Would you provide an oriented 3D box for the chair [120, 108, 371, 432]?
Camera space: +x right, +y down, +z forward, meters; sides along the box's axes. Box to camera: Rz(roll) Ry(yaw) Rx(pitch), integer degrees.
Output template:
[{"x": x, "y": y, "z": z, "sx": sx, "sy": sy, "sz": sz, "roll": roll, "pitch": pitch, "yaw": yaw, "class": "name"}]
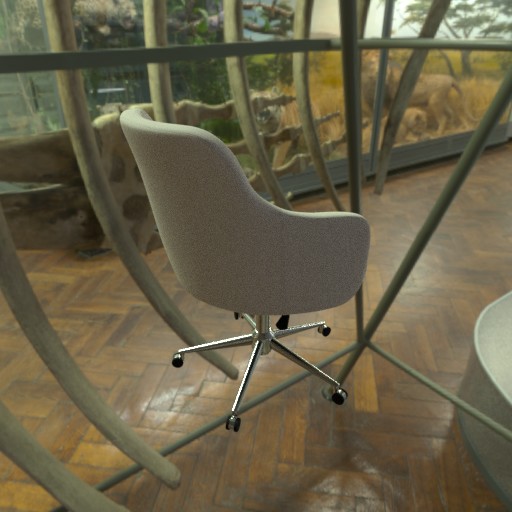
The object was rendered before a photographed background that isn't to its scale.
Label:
[{"x": 0.000, "y": 0.000, "z": 1.264, "sx": 0.647, "sy": 0.819, "sz": 0.602, "roll": -18, "pitch": 32, "yaw": -31, "class": "chair"}]
